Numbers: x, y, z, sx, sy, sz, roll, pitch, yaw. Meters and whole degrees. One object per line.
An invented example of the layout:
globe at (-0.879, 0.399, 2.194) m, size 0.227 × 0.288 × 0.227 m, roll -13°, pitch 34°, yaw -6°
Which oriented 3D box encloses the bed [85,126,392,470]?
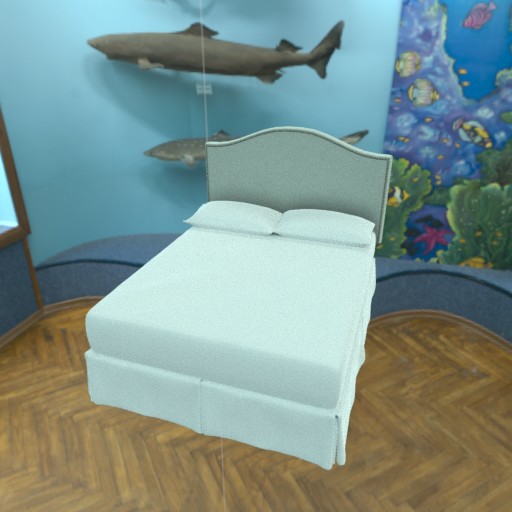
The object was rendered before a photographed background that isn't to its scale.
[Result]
bed at (0.000, 0.000, 3.418) m, size 1.813 × 1.607 × 2.180 m, roll 9°, pitch 27°, yaw 17°
